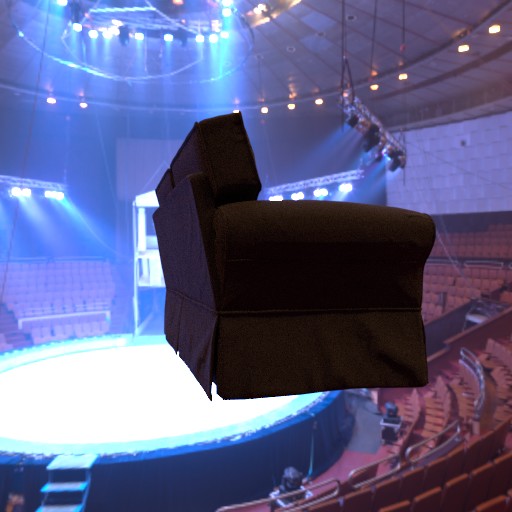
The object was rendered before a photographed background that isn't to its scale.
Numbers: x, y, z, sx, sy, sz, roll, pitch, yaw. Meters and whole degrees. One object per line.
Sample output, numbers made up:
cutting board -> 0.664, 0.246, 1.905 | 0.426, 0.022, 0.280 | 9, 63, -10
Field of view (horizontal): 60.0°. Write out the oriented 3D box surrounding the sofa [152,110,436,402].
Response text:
sofa -> 0.000, 0.000, 2.422 | 0.997, 1.059, 1.801 | 0, 0, -18
